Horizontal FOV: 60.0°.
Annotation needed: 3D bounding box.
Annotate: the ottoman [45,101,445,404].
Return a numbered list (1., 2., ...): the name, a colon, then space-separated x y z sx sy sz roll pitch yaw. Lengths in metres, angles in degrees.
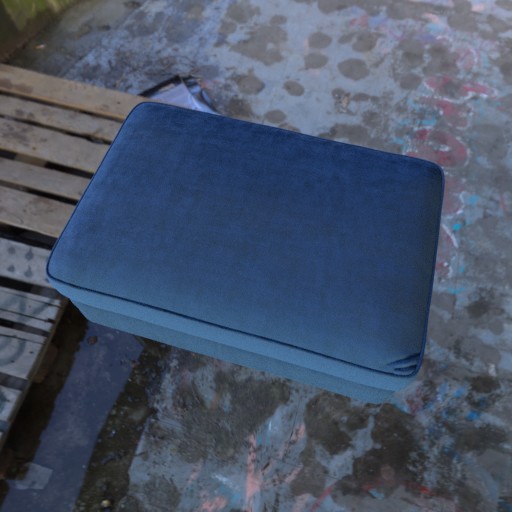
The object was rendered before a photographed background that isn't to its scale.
1. ottoman: 0.000 0.000 1.235 0.862 0.484 0.583 14 64 7
